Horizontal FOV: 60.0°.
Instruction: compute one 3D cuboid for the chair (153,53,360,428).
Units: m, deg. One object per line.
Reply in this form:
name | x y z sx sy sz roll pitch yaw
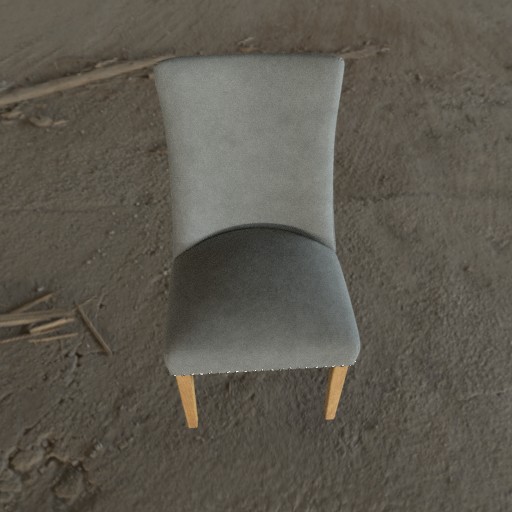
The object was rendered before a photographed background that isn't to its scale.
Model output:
chair | 0.000 0.000 1.248 0.495 0.902 0.610 -3 46 -2
